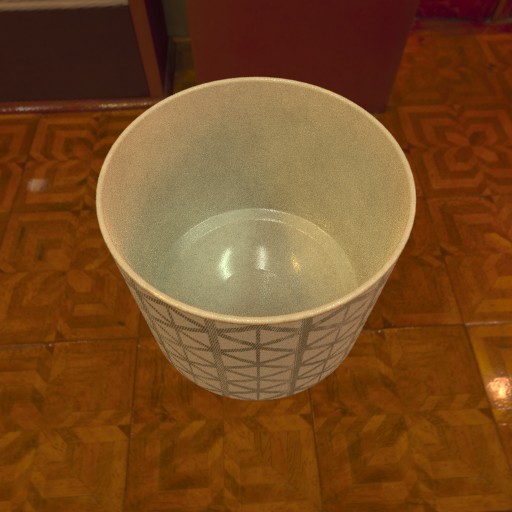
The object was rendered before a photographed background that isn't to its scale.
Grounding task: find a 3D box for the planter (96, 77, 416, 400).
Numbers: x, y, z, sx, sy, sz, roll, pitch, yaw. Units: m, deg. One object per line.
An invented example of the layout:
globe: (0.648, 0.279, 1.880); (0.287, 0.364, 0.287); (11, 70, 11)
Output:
planter: (0.000, 0.000, 0.343); (0.190, 0.181, 0.190); (0, 58, 0)
